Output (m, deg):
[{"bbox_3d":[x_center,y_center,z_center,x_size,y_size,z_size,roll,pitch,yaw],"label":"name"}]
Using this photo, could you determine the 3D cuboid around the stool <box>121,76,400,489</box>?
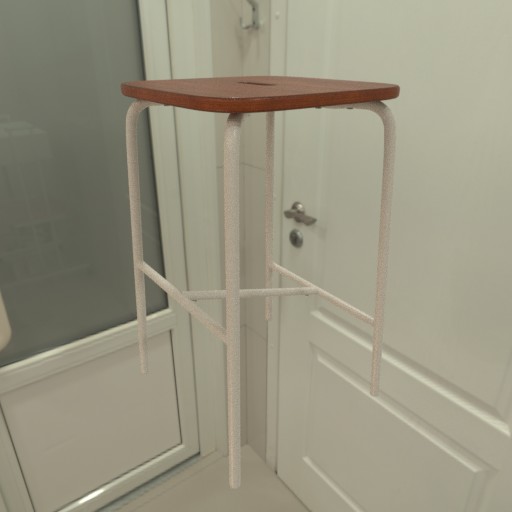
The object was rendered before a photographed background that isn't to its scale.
[{"bbox_3d":[0.000,0.000,0.839,0.376,0.610,0.376,-18,30,-33],"label":"stool"}]
